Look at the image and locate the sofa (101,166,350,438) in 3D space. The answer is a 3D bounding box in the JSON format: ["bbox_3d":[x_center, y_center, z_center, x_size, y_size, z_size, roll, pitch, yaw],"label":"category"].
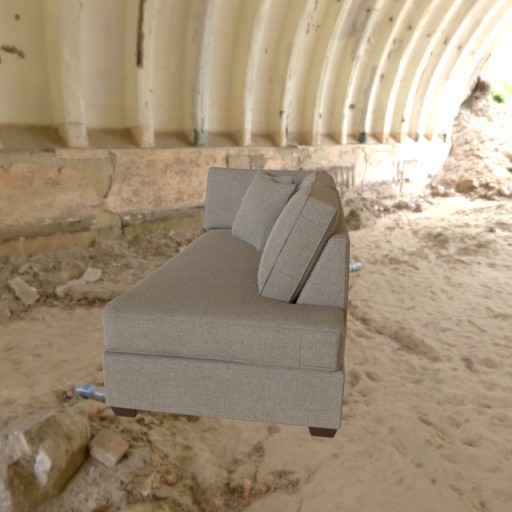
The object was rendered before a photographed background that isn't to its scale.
[{"bbox_3d":[0.000,0.000,2.861,1.110,1.019,2.238,2,15,9],"label":"sofa"}]
